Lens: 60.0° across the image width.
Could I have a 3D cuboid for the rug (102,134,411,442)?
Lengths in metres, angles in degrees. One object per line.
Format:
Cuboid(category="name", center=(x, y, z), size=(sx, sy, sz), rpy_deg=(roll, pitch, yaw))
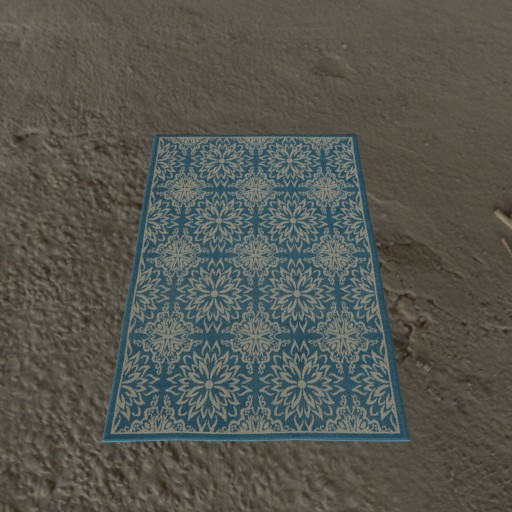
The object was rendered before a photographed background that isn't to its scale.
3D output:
Cuboid(category="rug", center=(0.000, 0.000, 2.817), size=(1.554, 0.012, 2.205), rpy_deg=(0, 58, 0))
